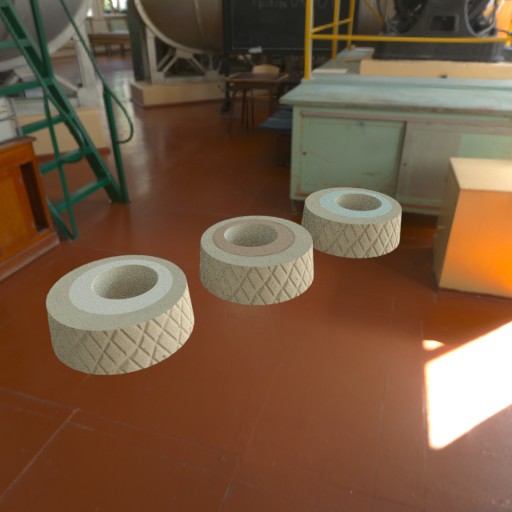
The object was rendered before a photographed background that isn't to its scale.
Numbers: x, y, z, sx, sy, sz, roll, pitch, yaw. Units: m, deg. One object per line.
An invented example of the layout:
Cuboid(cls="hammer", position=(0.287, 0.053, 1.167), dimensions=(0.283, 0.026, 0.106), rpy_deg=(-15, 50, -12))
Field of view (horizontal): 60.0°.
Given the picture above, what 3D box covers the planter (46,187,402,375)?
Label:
Cuboid(cls="planter", position=(0.000, 0.000, 0.435), dimensions=(0.390, 0.038, 0.114), rpy_deg=(-21, 36, -33))
